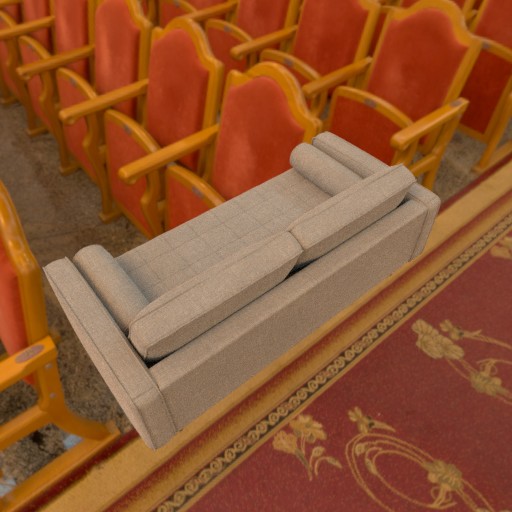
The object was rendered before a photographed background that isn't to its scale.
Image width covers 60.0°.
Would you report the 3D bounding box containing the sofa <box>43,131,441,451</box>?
[{"bbox_3d":[0.000,0.000,2.349,1.879,0.762,0.914,-31,54,-25],"label":"sofa"}]
